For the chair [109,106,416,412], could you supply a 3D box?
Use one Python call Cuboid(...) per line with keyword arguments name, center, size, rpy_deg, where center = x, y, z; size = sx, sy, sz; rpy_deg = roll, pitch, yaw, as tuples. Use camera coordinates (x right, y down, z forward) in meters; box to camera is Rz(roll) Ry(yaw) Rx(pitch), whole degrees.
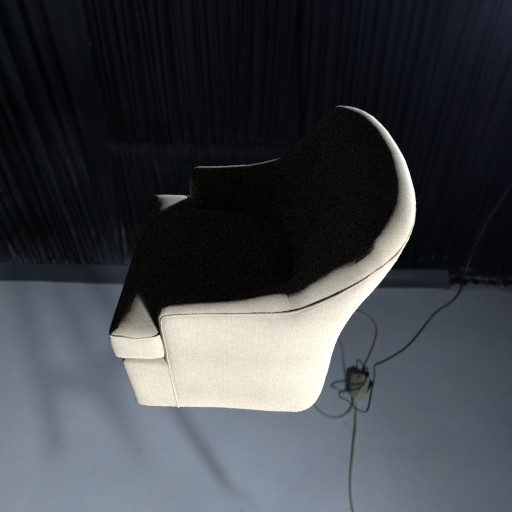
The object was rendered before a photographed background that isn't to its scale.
Cuboid(name="chair", center=(0.000, 0.000, 1.626), size=(0.923, 0.856, 0.864), rpy_deg=(1, 42, 1))
